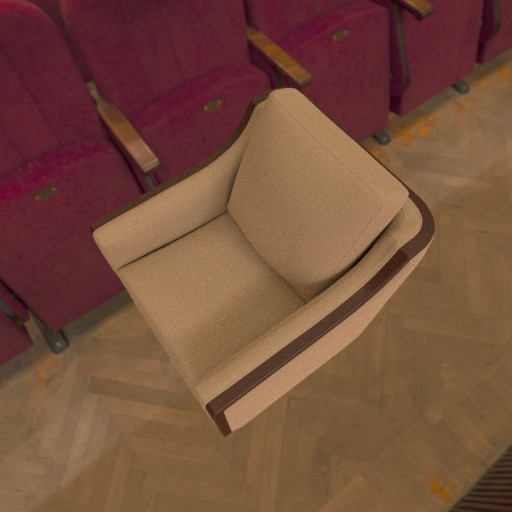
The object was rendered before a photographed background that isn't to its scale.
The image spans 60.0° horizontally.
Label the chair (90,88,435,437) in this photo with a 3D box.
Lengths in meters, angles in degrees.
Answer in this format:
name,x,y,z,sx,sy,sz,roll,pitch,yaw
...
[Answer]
name,x,y,z,sx,sy,sz,roll,pitch,yaw
chair,0.000,0.000,1.716,0.950,0.930,0.870,-33,67,-16
